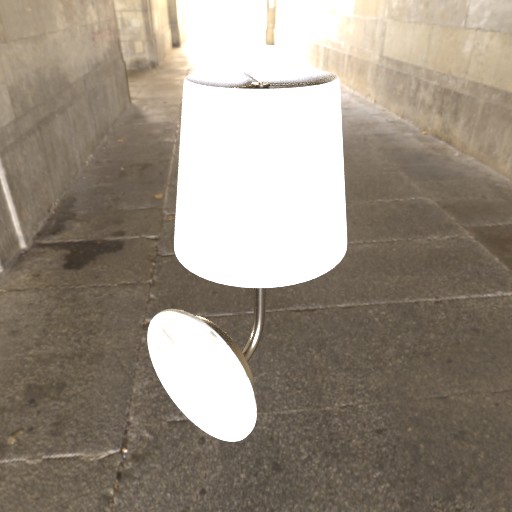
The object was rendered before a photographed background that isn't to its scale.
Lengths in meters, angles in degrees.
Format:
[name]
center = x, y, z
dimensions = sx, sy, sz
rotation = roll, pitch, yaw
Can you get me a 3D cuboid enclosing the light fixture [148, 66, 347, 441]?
[light fixture]
center = 0.000, 0.000, 0.446
dimensions = 0.168, 0.337, 0.188
rotation = 22, 37, 33
